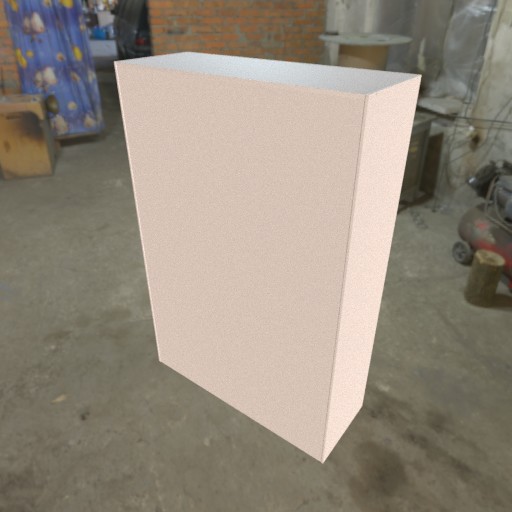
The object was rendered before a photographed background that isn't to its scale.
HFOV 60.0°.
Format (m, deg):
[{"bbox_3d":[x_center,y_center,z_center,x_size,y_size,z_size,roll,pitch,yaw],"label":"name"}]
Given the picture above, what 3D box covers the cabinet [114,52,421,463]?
[{"bbox_3d":[0.000,0.000,2.416,1.290,1.910,0.510,21,37,31],"label":"cabinet"}]
